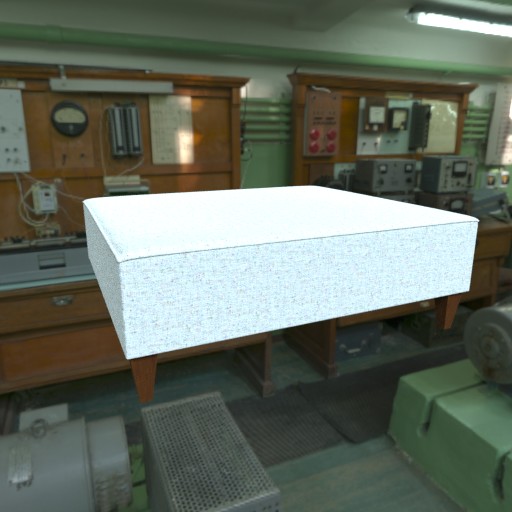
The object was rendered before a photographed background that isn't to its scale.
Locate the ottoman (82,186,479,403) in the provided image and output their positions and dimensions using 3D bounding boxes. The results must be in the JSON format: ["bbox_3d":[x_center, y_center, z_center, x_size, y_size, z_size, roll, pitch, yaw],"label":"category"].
[{"bbox_3d":[0.000,0.000,1.238,0.835,0.303,0.736,-7,17,-24],"label":"ottoman"}]
